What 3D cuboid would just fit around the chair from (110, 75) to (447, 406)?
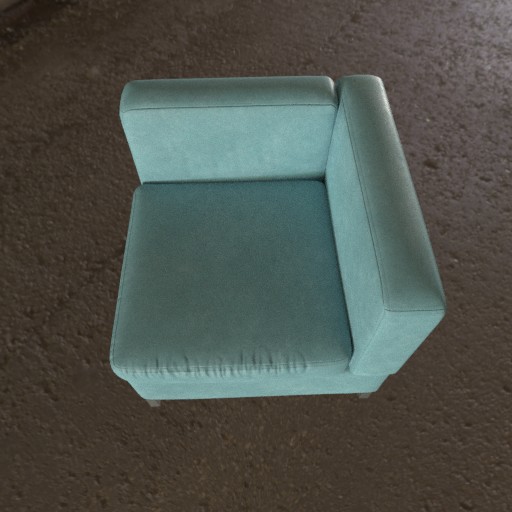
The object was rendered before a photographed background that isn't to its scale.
[{"bbox_3d":[0.000,0.000,1.193,0.680,0.660,0.680,-2,58,-1],"label":"chair"}]
